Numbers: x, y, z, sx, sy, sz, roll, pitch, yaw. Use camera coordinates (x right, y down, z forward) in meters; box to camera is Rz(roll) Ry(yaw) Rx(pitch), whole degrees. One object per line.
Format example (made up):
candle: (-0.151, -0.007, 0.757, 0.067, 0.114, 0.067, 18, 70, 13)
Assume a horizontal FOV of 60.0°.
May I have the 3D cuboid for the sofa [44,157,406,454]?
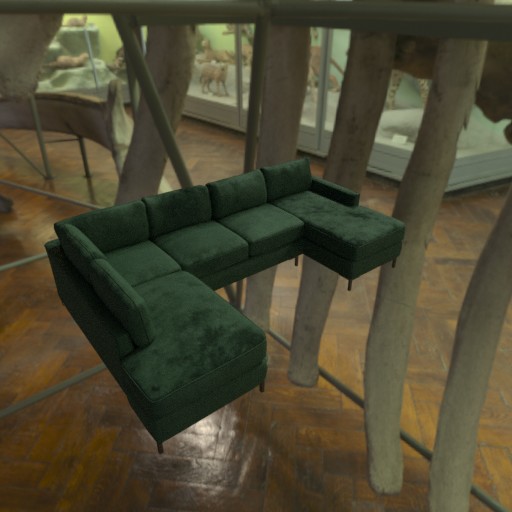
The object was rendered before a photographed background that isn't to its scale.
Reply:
sofa: (0.000, 0.000, 3.862, 2.994, 0.861, 1.992, -21, 36, -32)
